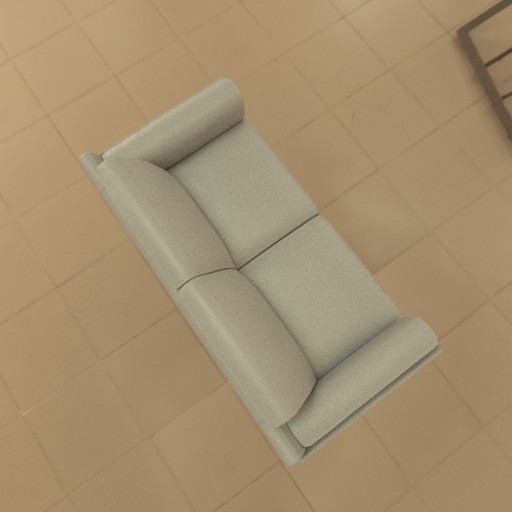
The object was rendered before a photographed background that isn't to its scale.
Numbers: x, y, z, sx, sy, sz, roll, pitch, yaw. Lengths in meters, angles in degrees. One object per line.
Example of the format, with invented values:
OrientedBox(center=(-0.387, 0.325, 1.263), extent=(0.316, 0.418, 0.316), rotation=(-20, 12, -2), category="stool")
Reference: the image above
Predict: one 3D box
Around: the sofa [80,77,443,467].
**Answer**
OrientedBox(center=(0.000, 0.000, 2.647), extent=(1.049, 0.930, 2.101), rotation=(-35, 79, -8), category="sofa")
